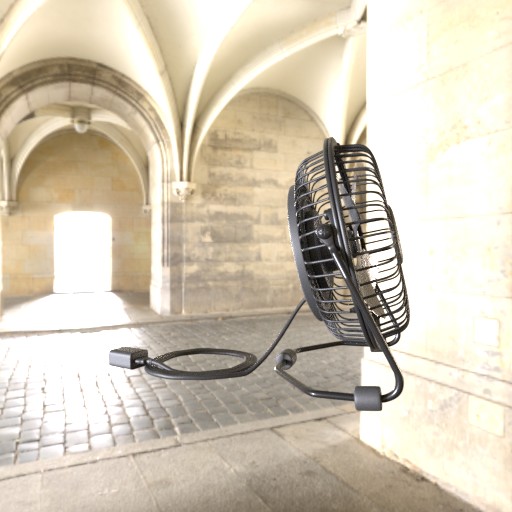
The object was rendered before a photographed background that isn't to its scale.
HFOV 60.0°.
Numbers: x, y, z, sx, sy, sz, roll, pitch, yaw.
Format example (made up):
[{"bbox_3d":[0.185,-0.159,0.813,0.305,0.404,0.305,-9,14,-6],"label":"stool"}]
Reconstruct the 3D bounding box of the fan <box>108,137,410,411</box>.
[{"bbox_3d":[0.000,0.000,0.307,0.202,0.152,0.153,0,1,17],"label":"fan"}]
